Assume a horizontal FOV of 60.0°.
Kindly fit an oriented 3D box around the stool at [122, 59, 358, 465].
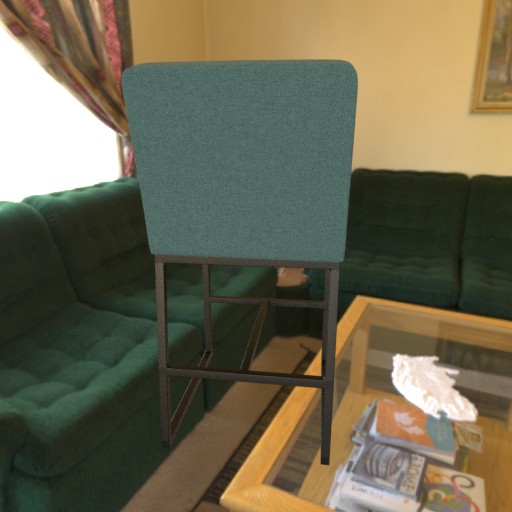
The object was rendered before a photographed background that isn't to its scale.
[{"bbox_3d":[0.000,0.000,1.220,0.460,0.940,0.560,2,18,8],"label":"stool"}]
